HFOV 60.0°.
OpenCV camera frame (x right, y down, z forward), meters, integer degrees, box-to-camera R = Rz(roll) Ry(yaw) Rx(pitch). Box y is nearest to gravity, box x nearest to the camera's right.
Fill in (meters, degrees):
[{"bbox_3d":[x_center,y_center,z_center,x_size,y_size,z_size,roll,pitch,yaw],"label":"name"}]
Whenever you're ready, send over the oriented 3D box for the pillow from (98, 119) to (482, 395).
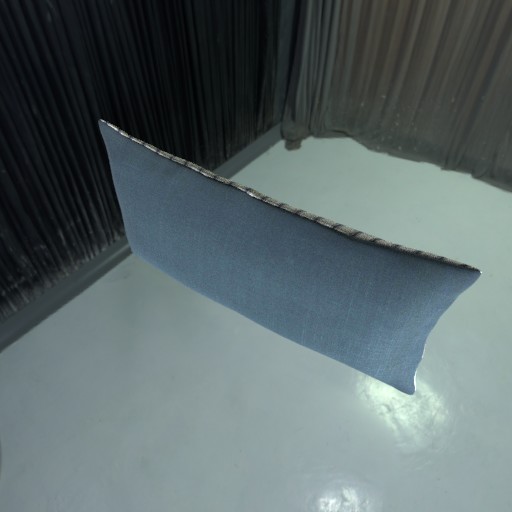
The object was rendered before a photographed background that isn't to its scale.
[{"bbox_3d":[0.000,0.000,0.720,0.609,0.305,0.151,24,51,21],"label":"pillow"}]
